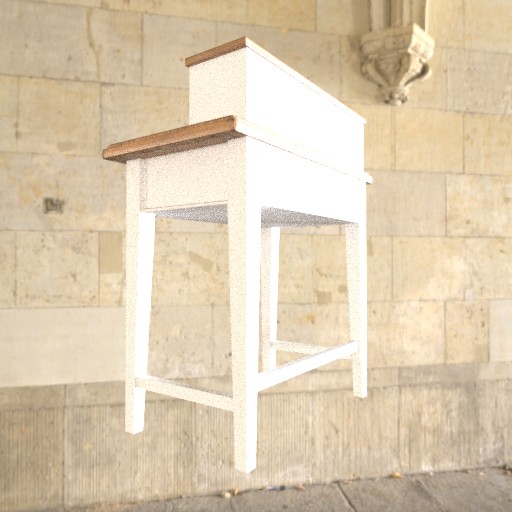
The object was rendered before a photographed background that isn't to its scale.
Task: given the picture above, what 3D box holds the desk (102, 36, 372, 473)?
[{"bbox_3d":[0.000,0.000,1.417,0.462,0.981,0.814,-1,-1,35],"label":"desk"}]
